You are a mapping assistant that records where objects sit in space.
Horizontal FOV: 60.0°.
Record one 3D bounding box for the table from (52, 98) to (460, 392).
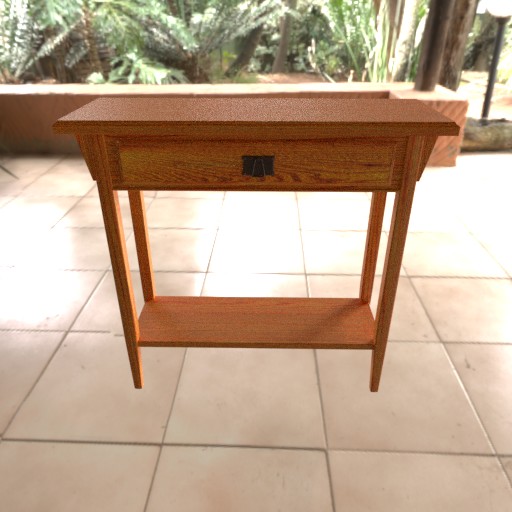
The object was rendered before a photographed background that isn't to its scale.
[{"bbox_3d":[0.000,0.000,1.107,0.762,0.711,0.254,1,29,1],"label":"table"}]
